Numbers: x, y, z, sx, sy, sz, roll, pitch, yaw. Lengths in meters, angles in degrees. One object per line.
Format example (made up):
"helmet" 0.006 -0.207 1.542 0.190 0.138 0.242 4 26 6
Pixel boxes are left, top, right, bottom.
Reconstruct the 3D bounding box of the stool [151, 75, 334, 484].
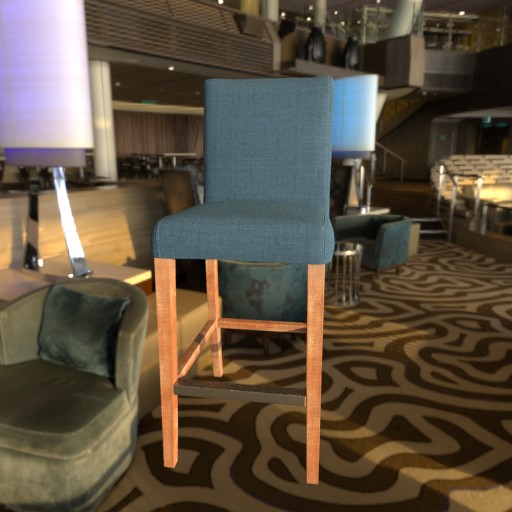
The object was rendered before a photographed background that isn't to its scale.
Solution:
"stool" 0.000 0.000 1.332 0.454 1.088 0.574 2 13 9
